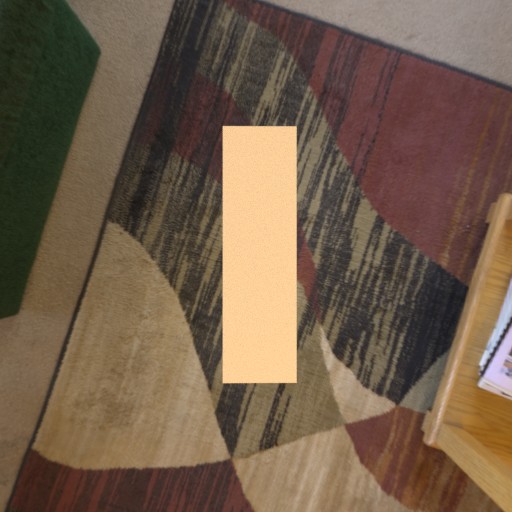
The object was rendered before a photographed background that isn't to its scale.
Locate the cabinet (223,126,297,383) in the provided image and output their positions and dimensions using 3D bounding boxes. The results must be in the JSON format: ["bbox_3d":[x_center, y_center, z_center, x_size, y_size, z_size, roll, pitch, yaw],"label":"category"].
[{"bbox_3d":[0.000,0.000,1.995,0.192,1.770,0.643,0,90,-1],"label":"cabinet"}]
